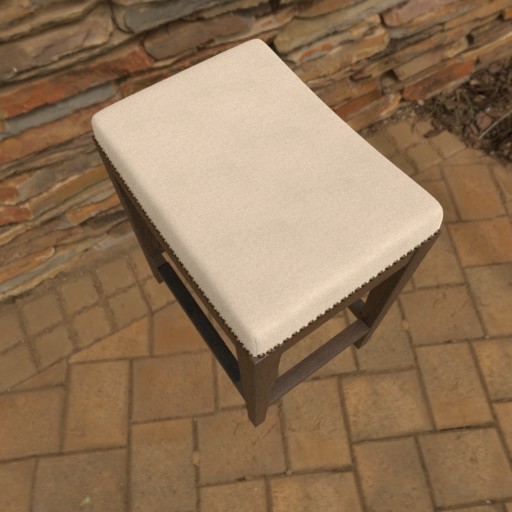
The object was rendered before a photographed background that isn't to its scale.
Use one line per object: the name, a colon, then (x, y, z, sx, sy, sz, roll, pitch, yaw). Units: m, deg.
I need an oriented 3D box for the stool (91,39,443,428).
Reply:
stool: (0.000, 0.000, 0.944, 0.361, 0.642, 0.500, -32, 67, -16)
